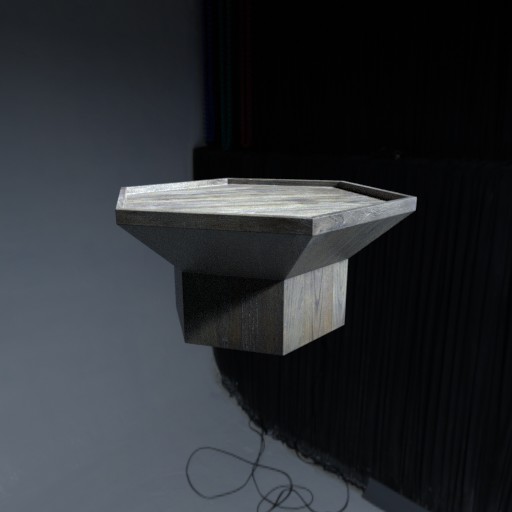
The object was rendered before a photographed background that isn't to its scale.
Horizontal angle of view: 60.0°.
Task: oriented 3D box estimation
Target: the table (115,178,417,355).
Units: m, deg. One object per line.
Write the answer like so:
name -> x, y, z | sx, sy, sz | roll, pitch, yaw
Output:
table -> 0.000, 0.000, 1.688 | 1.115, 0.488, 0.966 | -15, 21, -43
